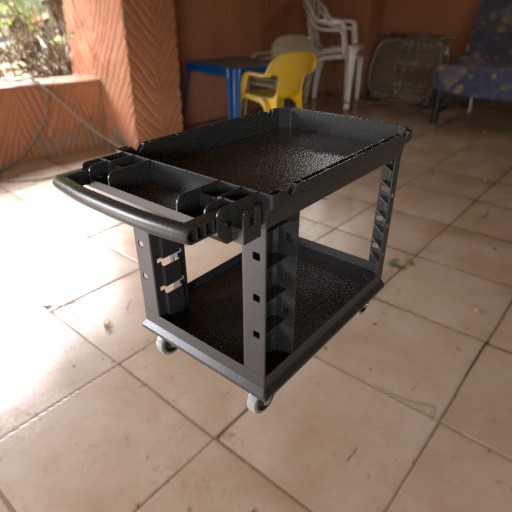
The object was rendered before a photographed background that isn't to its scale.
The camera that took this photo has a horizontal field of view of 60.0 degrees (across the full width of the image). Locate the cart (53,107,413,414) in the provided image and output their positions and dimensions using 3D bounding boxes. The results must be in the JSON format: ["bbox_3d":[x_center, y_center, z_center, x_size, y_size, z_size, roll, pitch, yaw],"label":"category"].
[{"bbox_3d":[0.000,0.000,1.752,0.674,0.884,1.239,22,36,33],"label":"cart"}]
